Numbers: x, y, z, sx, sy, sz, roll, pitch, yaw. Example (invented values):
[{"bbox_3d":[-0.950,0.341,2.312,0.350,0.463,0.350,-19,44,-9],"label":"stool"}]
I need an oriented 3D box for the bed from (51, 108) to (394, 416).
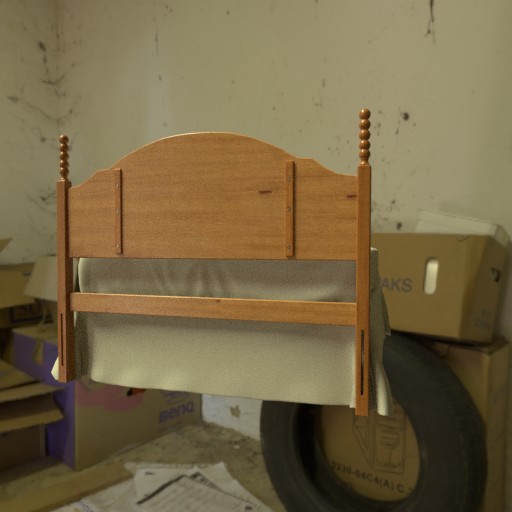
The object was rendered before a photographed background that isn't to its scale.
[{"bbox_3d":[0.000,0.000,3.140,1.873,1.356,2.040,0,2,17],"label":"bed"}]
